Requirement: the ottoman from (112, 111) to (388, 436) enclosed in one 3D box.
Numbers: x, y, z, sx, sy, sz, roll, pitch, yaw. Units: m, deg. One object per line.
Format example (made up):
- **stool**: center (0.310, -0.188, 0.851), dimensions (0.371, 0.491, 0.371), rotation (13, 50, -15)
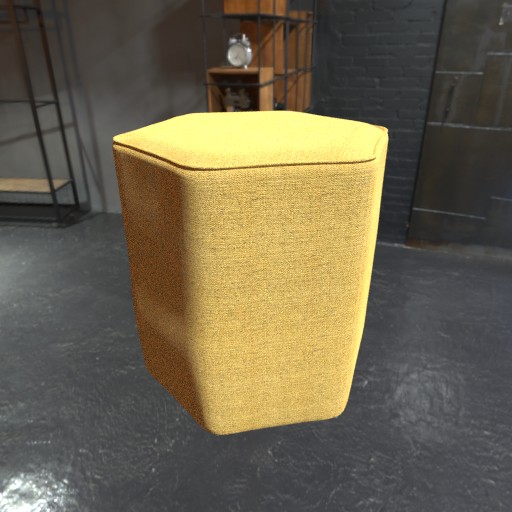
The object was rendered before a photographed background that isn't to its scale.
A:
- **ottoman**: center (0.000, 0.000, 0.882), dimensions (0.443, 0.502, 0.494), rotation (9, 27, 17)
